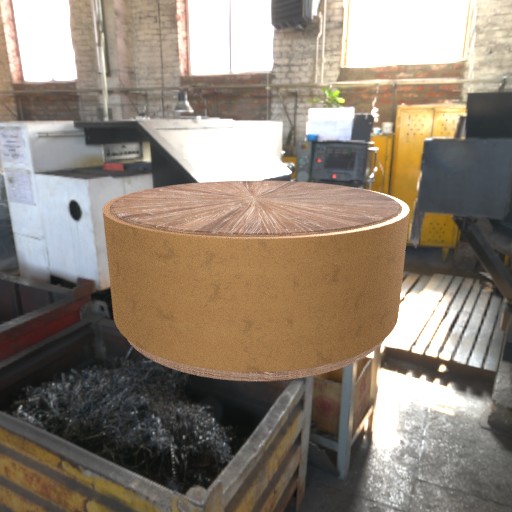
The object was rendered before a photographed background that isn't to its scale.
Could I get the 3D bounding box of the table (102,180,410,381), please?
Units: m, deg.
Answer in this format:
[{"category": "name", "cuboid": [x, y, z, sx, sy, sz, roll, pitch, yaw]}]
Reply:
[{"category": "table", "cuboid": [0.000, 0.000, 1.580, 1.001, 0.409, 1.001, 0, 17, 0]}]
